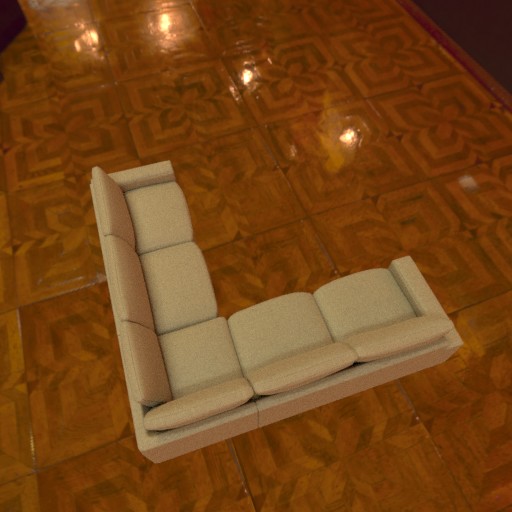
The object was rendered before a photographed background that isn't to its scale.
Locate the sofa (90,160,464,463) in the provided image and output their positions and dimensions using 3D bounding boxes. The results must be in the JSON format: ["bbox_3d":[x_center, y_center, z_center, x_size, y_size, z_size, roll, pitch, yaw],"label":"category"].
[{"bbox_3d":[0.000,0.000,4.094,2.622,0.800,2.742,-16,59,-10],"label":"sofa"}]
